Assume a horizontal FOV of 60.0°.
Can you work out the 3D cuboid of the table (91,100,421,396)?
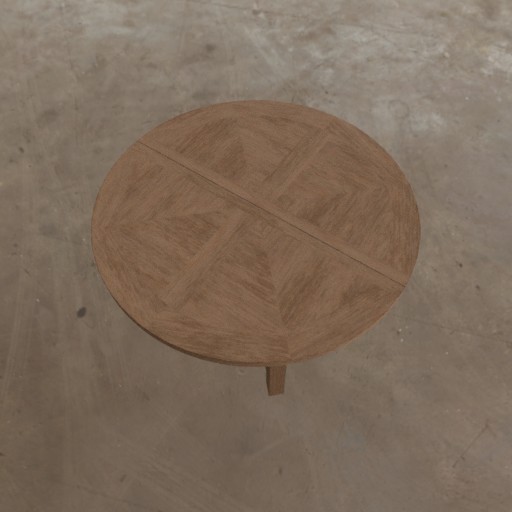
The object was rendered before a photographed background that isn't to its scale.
[{"bbox_3d":[0.000,0.000,2.127,1.319,0.762,1.319,0,57,0],"label":"table"}]
